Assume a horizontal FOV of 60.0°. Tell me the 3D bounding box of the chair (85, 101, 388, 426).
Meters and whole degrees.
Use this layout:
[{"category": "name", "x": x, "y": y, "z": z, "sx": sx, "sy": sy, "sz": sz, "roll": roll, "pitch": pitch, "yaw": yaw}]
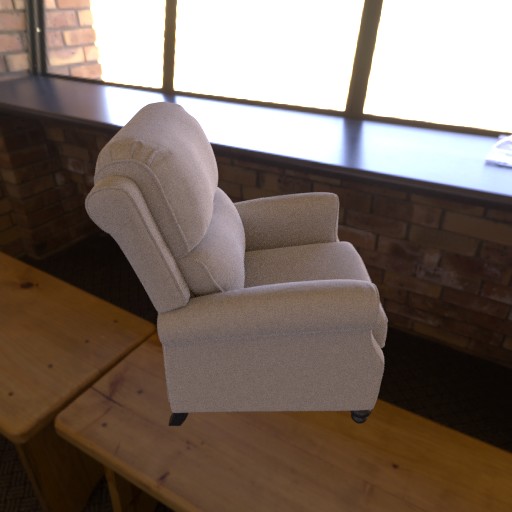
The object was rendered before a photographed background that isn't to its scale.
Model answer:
[{"category": "chair", "x": 0.000, "y": 0.000, "z": 1.706, "sx": 0.919, "sy": 1.046, "sz": 0.859, "roll": 0, "pitch": 31, "yaw": -1}]
